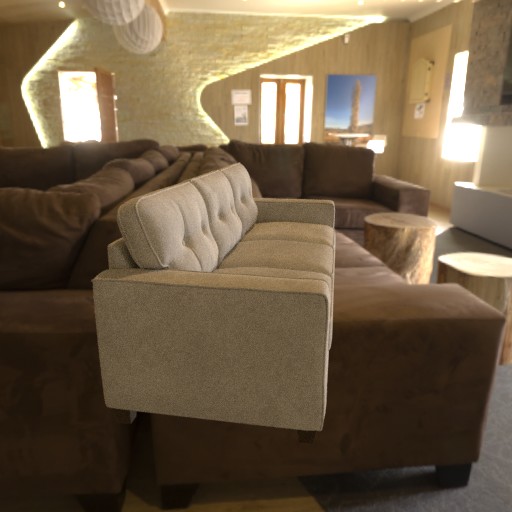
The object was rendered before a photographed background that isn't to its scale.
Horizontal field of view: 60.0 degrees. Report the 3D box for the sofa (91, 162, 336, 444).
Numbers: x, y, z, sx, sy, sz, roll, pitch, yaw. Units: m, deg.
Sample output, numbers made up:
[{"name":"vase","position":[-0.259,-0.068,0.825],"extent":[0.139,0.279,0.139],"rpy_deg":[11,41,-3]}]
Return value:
[{"name":"sofa","position":[0.000,0.000,2.668],"extent":[0.939,0.965,2.133],"rpy_deg":[3,16,10]}]
